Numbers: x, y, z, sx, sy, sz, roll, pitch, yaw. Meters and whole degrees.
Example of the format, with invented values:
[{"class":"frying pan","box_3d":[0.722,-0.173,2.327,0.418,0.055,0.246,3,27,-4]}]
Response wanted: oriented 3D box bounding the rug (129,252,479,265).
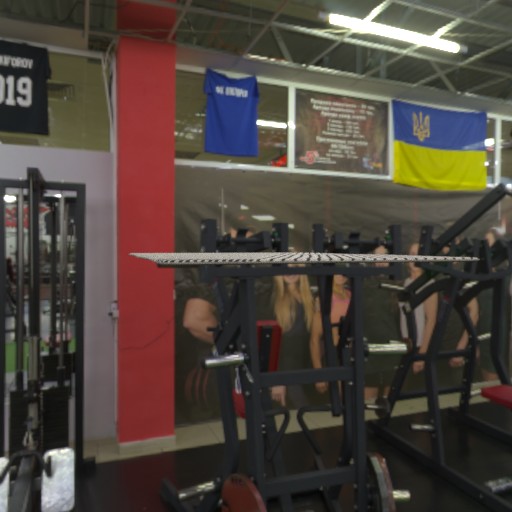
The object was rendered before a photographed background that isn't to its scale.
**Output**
[{"class":"rug","box_3d":[0.000,0.000,2.408,1.237,0.019,1.842,0,1,-19]}]
